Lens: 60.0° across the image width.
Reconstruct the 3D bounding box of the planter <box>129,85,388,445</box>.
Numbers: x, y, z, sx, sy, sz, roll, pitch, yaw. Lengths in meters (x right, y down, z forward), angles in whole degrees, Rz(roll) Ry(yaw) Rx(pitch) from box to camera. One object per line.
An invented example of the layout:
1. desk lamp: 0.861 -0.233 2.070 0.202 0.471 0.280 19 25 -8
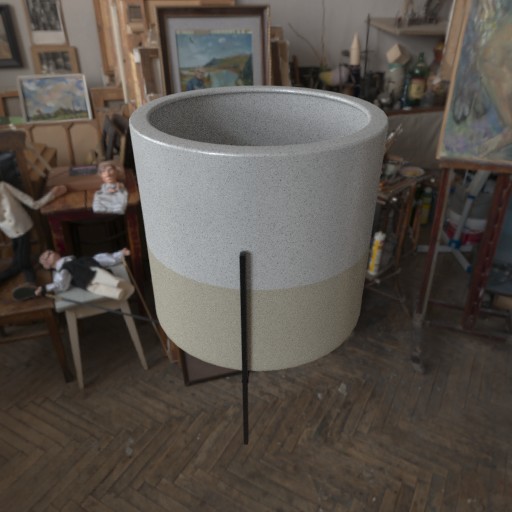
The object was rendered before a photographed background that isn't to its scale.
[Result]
1. planter: 0.000 0.000 0.753 0.368 0.484 0.359 21 38 30
